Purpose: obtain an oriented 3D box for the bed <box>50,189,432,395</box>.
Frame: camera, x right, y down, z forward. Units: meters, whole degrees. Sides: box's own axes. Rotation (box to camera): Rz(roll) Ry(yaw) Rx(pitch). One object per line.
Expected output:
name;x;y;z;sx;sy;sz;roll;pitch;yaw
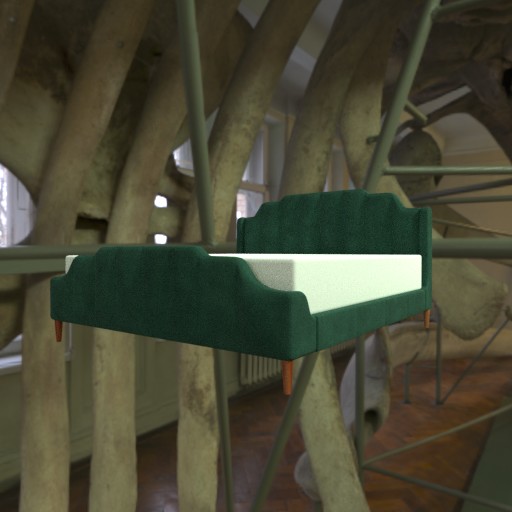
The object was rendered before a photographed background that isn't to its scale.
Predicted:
bed;0.000;0.000;3.518;2.074;1.245;2.340;1;1;37
